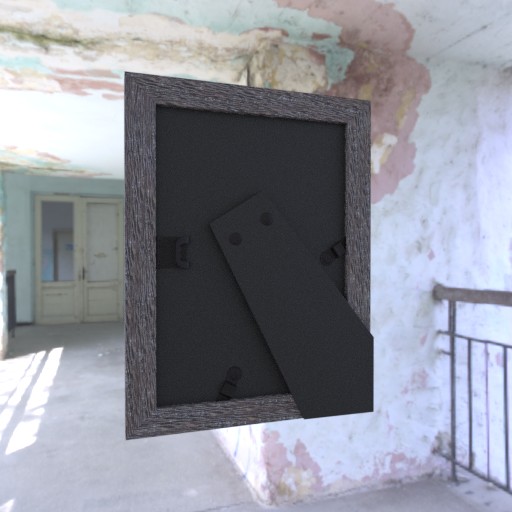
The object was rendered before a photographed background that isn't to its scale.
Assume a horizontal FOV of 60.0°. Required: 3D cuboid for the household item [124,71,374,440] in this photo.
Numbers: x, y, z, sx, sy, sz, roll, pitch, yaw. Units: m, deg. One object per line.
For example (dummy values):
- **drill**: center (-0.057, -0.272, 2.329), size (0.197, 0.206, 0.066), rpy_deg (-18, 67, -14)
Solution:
- **household item**: center (0.000, 0.000, 0.282), size (0.160, 0.210, 0.020), rpy_deg (0, 1, -18)
